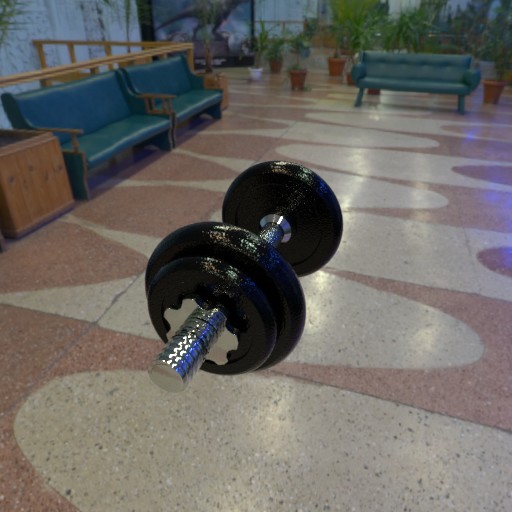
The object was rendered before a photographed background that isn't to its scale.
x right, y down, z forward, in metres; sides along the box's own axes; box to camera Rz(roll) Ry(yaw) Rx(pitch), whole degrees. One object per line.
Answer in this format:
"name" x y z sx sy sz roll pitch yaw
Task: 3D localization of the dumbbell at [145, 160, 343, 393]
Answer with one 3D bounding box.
"dumbbell" 0.000 0.000 0.621 0.202 0.202 0.497 10 31 17
